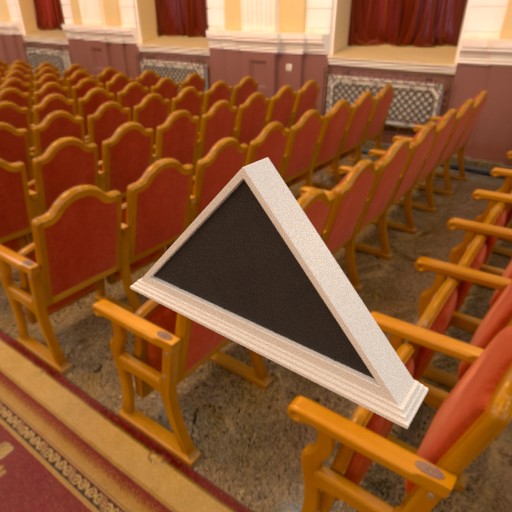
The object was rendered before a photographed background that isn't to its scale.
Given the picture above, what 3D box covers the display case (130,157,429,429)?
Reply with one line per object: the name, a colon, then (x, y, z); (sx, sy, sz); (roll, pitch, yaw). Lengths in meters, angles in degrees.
display case: (0.000, 0.000, 0.784); (0.640, 0.340, 0.095); (20, 35, 32)
